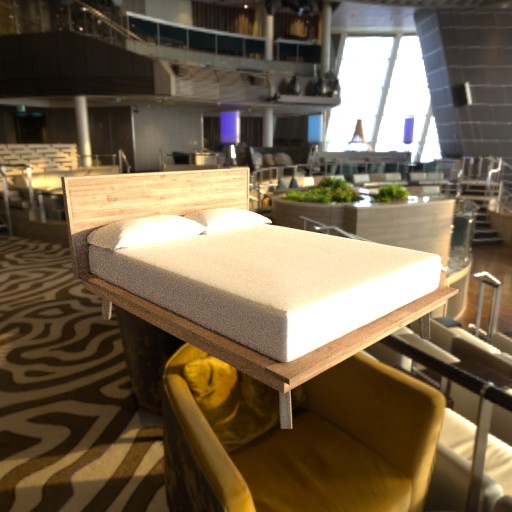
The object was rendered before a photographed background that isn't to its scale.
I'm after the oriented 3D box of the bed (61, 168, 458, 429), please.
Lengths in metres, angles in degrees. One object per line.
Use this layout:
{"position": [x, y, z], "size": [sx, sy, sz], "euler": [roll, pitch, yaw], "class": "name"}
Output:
{"position": [0.000, 0.000, 3.094], "size": [1.759, 1.071, 2.145], "euler": [-13, 19, -42], "class": "bed"}
